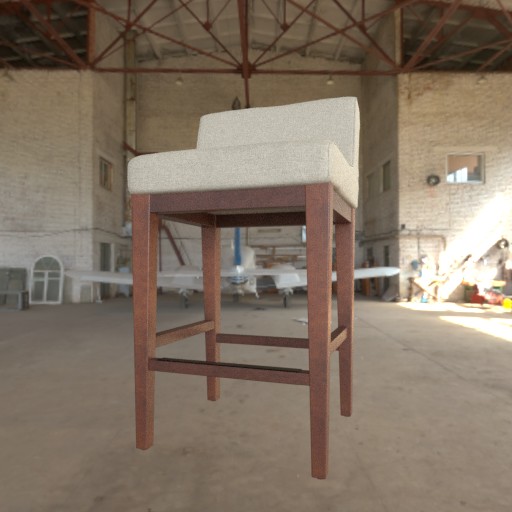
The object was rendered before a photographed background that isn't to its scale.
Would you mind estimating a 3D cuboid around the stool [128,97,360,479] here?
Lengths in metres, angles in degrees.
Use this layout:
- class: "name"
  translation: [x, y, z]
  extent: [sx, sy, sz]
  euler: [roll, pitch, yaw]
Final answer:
- class: "stool"
  translation: [0.000, 0.000, 1.206]
  extent: [0.511, 0.937, 0.500]
  euler: [0, -1, 20]
